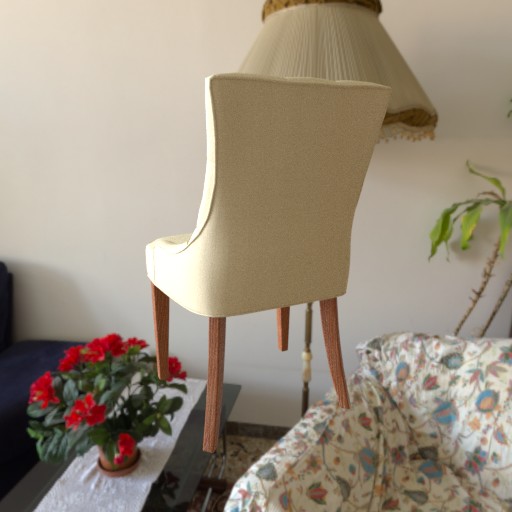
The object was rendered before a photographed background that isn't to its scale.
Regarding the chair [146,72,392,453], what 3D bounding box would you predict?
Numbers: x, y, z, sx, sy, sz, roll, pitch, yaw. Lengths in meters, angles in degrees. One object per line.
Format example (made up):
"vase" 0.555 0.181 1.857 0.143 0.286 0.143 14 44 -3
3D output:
"chair" 0.000 0.000 1.232 0.509 0.874 0.565 -7 16 -25
